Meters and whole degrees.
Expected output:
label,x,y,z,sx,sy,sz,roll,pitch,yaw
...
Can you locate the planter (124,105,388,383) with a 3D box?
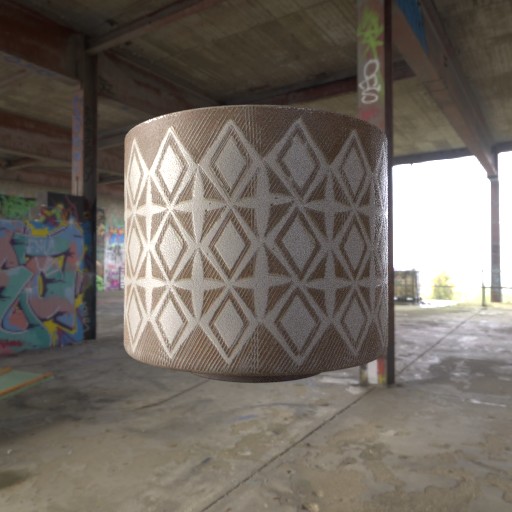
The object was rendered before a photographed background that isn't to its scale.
label,x,y,z,sx,sy,sz,roll,pitch,yaw
planter,0.000,0.000,0.339,0.193,0.165,0.193,0,-1,0
